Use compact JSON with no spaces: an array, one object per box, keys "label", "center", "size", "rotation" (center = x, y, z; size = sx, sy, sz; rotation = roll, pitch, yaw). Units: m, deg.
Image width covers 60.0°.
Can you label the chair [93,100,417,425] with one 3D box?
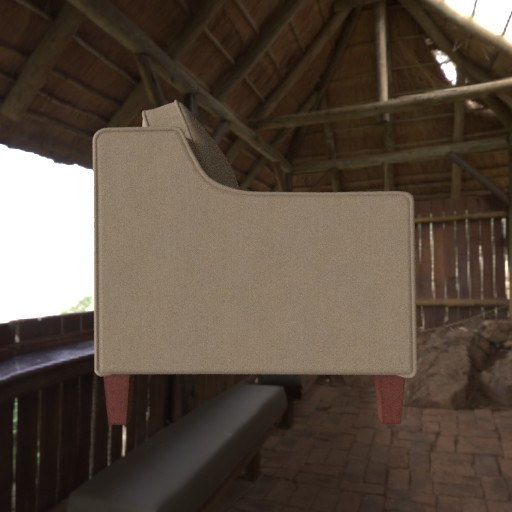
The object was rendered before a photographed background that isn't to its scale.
[{"label":"chair","center":[0.000,0.000,1.634],"size":[0.909,0.960,0.831],"rotation":[0,0,-1]}]
